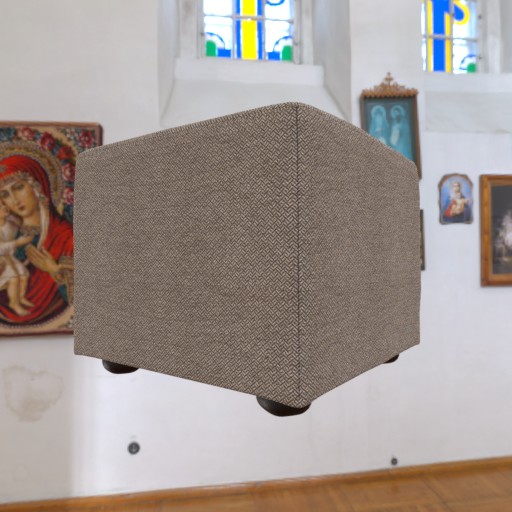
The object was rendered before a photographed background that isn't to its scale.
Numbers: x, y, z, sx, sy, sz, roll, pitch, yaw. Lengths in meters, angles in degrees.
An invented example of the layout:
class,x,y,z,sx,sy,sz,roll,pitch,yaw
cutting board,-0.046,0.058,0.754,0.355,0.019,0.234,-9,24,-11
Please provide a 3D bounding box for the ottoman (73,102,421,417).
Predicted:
class,x,y,z,sx,sy,sz,roll,pitch,yaw
ottoman,0.000,0.000,0.900,0.519,0.453,0.512,0,0,37
